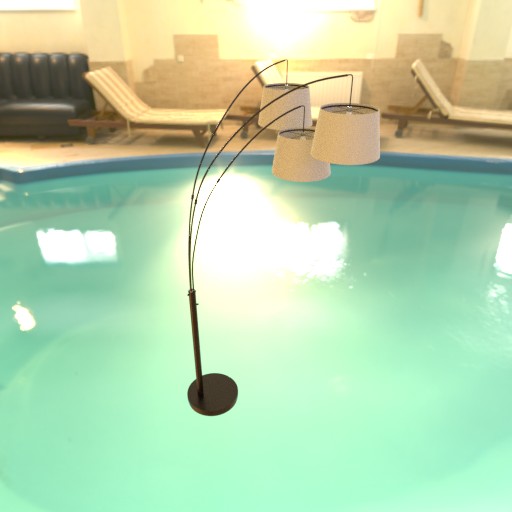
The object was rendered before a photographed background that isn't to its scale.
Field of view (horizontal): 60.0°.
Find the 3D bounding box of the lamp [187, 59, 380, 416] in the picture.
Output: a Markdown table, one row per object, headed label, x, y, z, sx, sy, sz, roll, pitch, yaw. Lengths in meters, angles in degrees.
| label | x | y | z | sx | sy | sz | roll | pitch | yaw |
| --- | --- | --- | --- | --- | --- | --- | --- | --- | --- |
| lamp | 0.000 | 0.000 | 2.484 | 0.924 | 1.950 | 0.951 | -10 | 31 | -17 |
